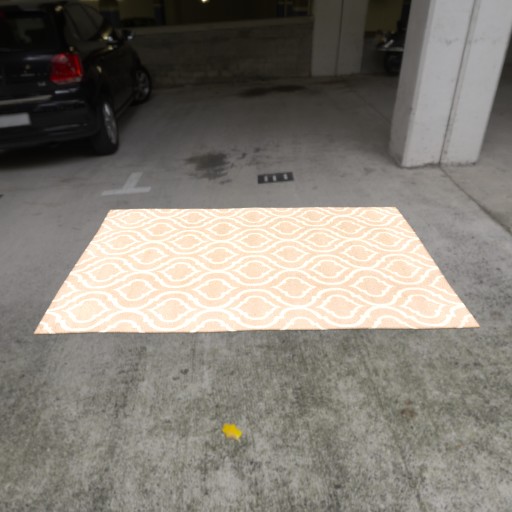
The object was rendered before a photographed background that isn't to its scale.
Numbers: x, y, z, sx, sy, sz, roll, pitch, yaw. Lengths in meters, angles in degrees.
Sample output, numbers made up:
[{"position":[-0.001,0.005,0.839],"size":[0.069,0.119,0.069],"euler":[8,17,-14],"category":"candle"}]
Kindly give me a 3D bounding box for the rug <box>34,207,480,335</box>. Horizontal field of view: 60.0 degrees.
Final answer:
[{"position":[0.000,0.000,2.218],"size":[1.761,0.013,1.152],"euler":[-1,31,-1],"category":"rug"}]
